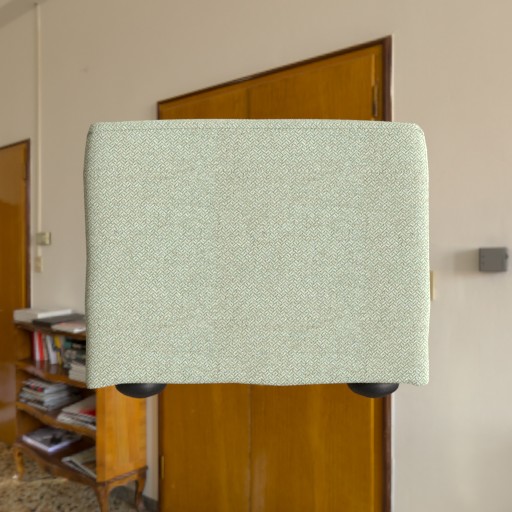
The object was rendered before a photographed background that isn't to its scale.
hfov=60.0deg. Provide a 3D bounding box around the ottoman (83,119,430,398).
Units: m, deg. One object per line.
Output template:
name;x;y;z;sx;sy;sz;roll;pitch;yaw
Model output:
ottoman;0.000;0.000;0.900;0.521;0.453;0.512;0;0;0
